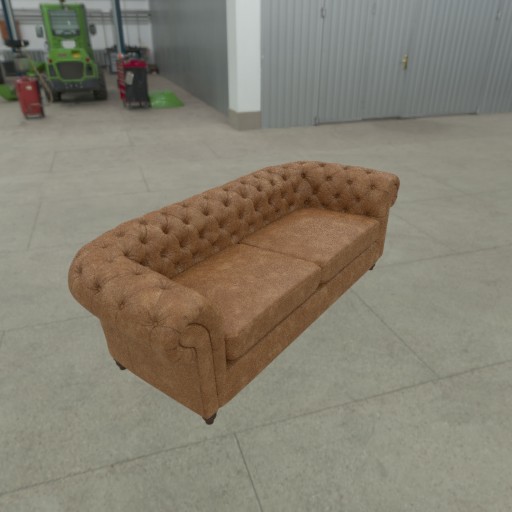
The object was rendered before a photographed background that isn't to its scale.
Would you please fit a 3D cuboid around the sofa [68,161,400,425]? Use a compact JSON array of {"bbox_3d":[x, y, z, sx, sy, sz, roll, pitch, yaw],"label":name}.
[{"bbox_3d":[0.000,0.000,2.835,0.989,0.760,2.365,19,33,32],"label":"sofa"}]
